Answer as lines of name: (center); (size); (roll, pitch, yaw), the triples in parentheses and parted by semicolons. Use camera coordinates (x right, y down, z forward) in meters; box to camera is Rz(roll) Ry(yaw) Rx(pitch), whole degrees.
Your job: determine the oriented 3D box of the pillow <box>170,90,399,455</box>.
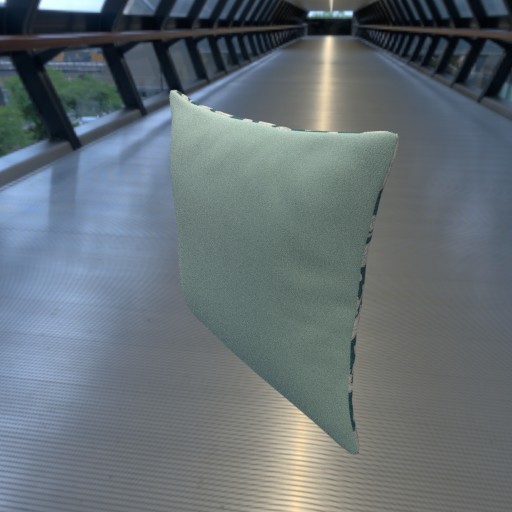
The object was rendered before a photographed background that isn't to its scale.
pillow: (0.000, 0.000, 0.780); (0.166, 0.508, 0.525); (-19, 32, -33)
